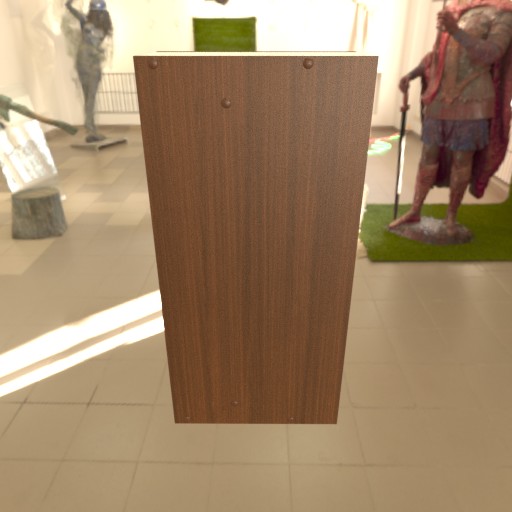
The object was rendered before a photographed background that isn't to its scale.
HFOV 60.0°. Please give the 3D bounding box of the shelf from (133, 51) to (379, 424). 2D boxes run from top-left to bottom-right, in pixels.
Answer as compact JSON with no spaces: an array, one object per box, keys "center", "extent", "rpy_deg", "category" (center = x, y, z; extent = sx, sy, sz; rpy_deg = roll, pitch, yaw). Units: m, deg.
[{"center":[0.000,0.000,0.721],"extent":[0.290,0.600,0.147],"rpy_deg":[0,27,0],"category":"shelf"}]
